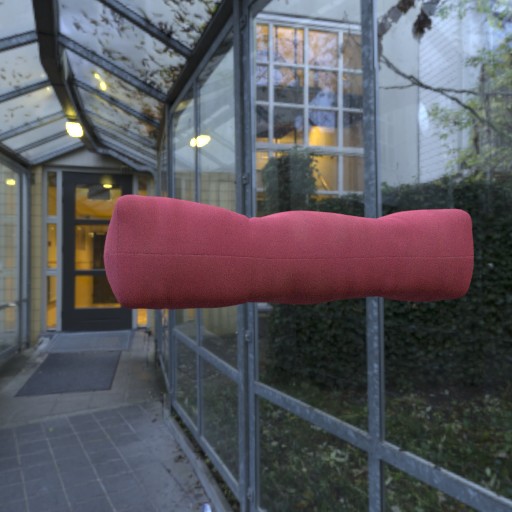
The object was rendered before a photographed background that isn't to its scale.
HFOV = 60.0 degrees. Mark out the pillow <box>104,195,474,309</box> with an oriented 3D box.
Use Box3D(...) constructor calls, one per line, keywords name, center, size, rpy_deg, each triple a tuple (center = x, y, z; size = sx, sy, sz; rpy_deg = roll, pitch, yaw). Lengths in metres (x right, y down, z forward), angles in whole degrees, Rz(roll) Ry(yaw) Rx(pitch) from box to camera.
Box3D(name="pillow", center=(0.000, 0.000, 0.732), size=(0.468, 0.128, 0.490), rpy_deg=(0, 0, -18))
